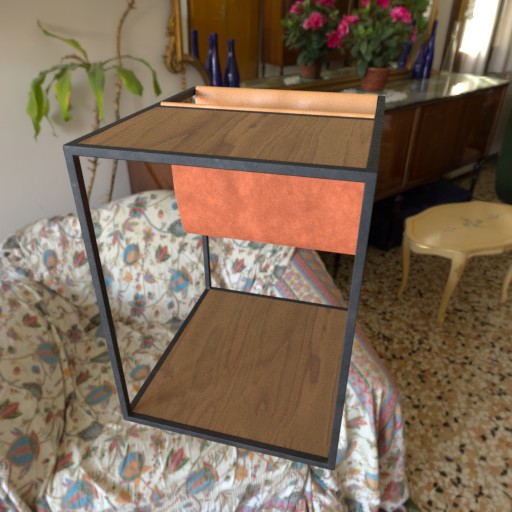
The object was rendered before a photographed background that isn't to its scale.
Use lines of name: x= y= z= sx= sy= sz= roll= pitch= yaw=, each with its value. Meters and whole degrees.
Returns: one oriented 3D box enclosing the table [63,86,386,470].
table: x=0.000 y=0.000 z=0.850 sx=0.399 sy=0.536 sz=0.450 roll=8 pitch=31 yaw=13
